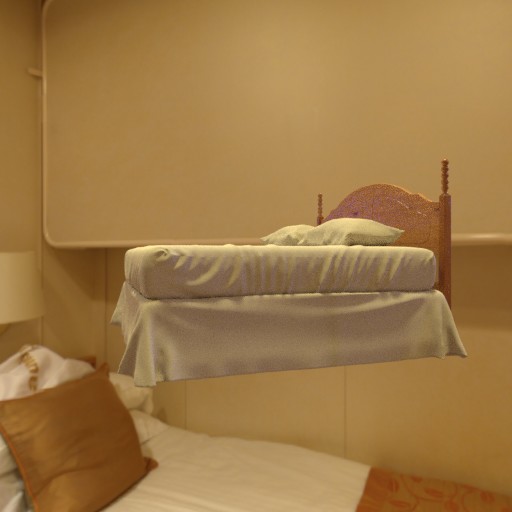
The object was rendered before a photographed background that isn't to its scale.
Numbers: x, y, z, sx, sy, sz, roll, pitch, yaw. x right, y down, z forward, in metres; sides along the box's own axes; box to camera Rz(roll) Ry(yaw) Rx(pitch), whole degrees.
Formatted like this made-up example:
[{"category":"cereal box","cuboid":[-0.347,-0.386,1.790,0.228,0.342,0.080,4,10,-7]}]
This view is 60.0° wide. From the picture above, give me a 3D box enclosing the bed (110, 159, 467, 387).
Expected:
[{"category":"bed","cuboid":[0.000,0.000,3.608,2.219,1.355,2.322,0,0,-19]}]
